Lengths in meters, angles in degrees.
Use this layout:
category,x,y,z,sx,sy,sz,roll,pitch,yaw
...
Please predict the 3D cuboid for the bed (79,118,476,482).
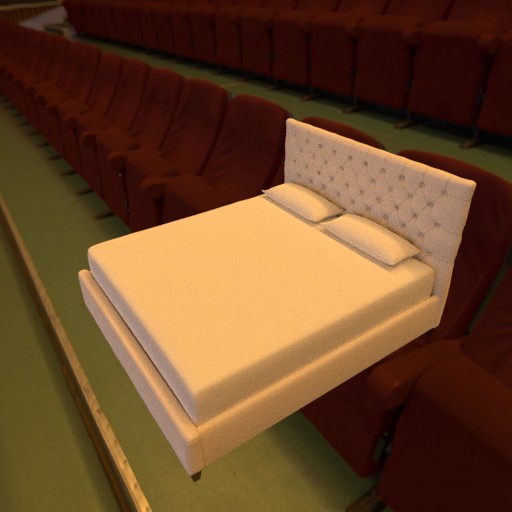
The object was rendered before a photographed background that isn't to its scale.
category,x,y,z,sx,sy,sz,roll,pitch,yaw
bed,0.000,0.000,3.592,2.387,1.427,2.078,-20,37,-29
